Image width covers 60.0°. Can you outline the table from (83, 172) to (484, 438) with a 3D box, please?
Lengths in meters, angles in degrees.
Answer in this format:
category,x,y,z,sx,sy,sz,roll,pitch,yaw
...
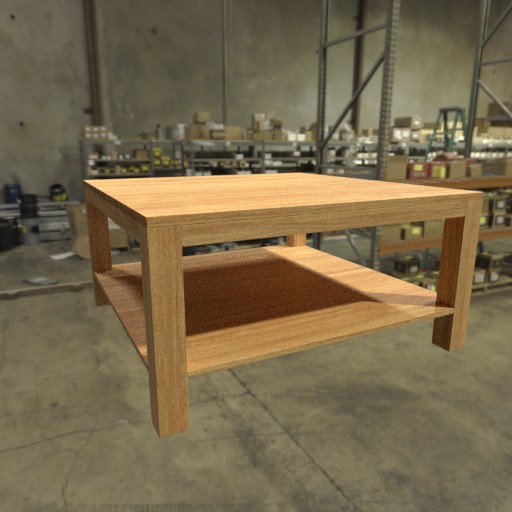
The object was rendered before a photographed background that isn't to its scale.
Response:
category,x,y,z,sx,sy,sz,roll,pitch,yaw
table,0.000,0.000,1.422,0.900,0.450,0.900,-7,16,-26
